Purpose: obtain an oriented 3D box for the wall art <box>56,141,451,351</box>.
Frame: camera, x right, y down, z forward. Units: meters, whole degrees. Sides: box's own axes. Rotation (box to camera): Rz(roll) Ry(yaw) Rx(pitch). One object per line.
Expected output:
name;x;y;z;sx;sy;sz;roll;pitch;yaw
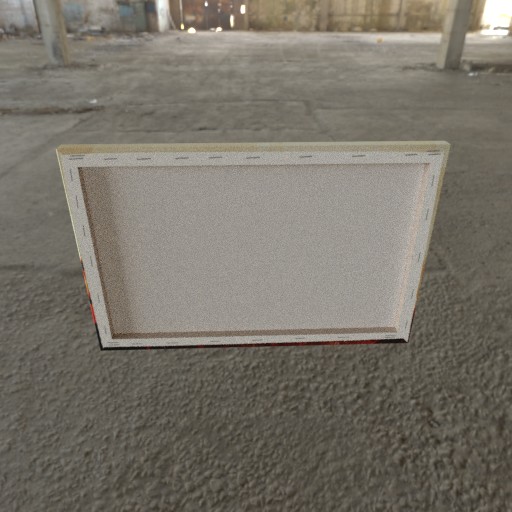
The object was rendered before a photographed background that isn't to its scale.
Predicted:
wall art;0.000;0.000;1.189;0.918;0.602;0.038;-1;29;-2
